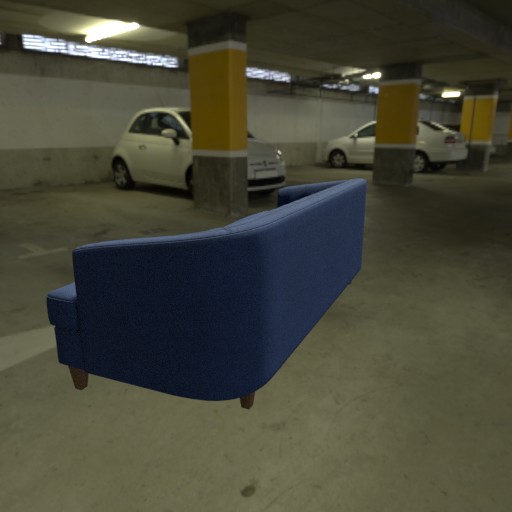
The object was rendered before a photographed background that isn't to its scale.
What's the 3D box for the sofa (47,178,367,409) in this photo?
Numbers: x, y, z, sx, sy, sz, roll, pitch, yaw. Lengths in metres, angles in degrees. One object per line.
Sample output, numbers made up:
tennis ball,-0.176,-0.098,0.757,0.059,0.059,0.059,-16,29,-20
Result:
sofa,0.000,0.000,2.636,0.914,0.787,2.235,7,17,24
